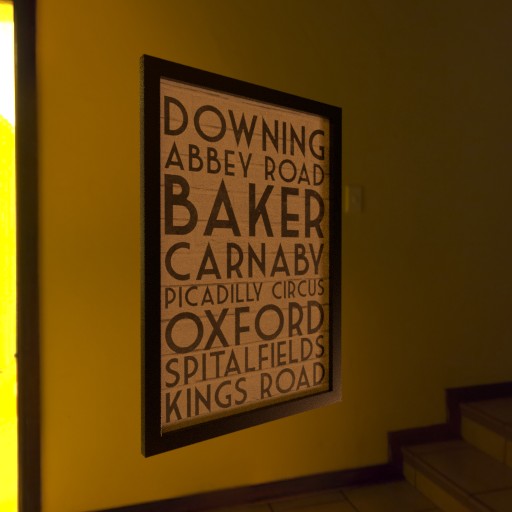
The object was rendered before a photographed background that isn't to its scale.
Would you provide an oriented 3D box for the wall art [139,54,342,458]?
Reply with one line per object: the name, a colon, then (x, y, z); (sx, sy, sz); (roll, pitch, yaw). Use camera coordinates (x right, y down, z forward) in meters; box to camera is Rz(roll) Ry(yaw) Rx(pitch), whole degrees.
wall art: (0.000, 0.000, 0.568); (0.304, 0.432, 0.013); (-1, 1, -36)
